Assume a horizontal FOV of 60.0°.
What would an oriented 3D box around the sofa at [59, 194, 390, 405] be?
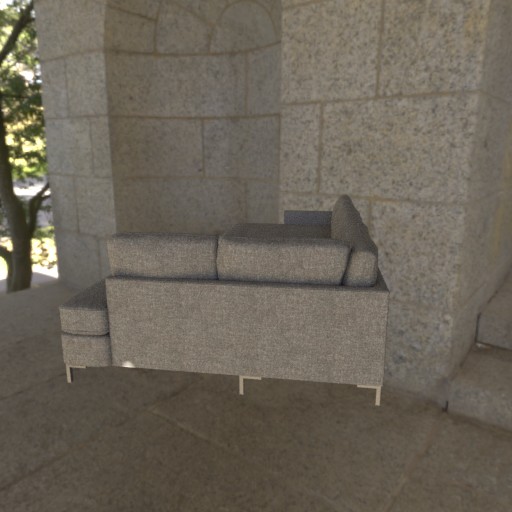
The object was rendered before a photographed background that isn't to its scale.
[{"bbox_3d":[0.000,0.000,4.302,2.048,0.999,3.423,2,14,9],"label":"sofa"}]
